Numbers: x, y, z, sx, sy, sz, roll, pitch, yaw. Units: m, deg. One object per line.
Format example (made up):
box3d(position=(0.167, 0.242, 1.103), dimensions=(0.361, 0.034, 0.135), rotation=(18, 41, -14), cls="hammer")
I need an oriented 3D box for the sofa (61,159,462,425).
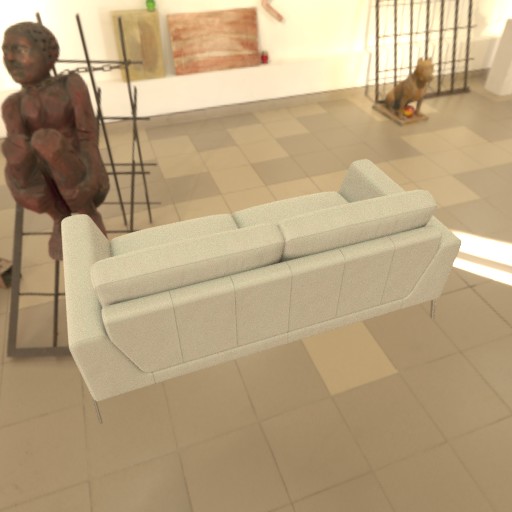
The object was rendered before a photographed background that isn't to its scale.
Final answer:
box3d(position=(0.000, 0.000, 2.527), dimensions=(2.017, 0.875, 0.953), rotation=(-14, 43, -15), cls="sofa")
